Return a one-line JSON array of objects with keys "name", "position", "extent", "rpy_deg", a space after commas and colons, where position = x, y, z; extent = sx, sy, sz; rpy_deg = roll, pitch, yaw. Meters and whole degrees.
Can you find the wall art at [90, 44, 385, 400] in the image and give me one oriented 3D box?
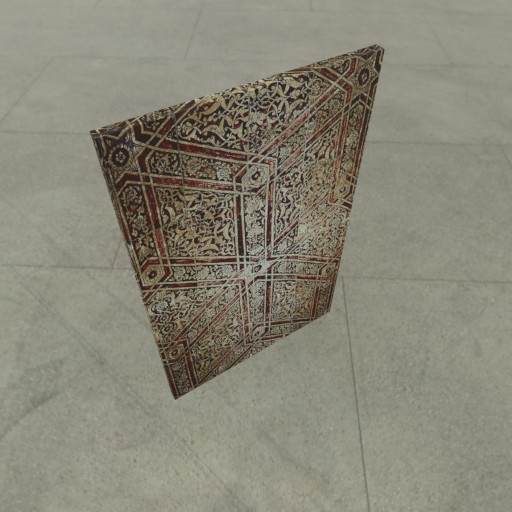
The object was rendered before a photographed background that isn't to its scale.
[{"name": "wall art", "position": [0.000, 0.000, 1.122], "extent": [0.599, 0.904, 0.030], "rpy_deg": [-25, 52, -22]}]
